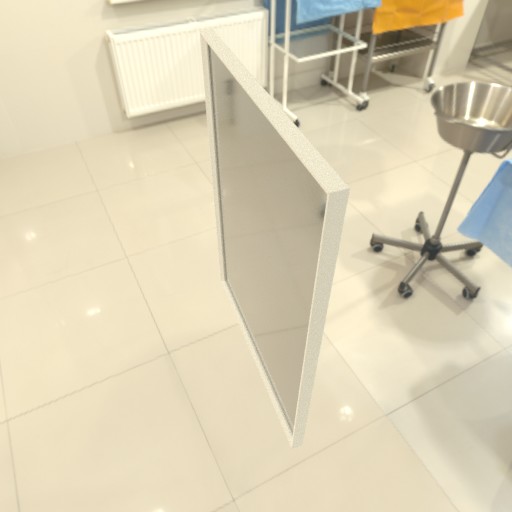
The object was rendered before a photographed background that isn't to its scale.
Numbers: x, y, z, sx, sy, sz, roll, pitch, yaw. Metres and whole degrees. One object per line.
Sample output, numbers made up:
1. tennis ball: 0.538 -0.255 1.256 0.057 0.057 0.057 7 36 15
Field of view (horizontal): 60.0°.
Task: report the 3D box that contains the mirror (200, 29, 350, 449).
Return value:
1. mirror: 0.000 0.000 1.306 0.041 1.016 0.762 -15 47 -14
